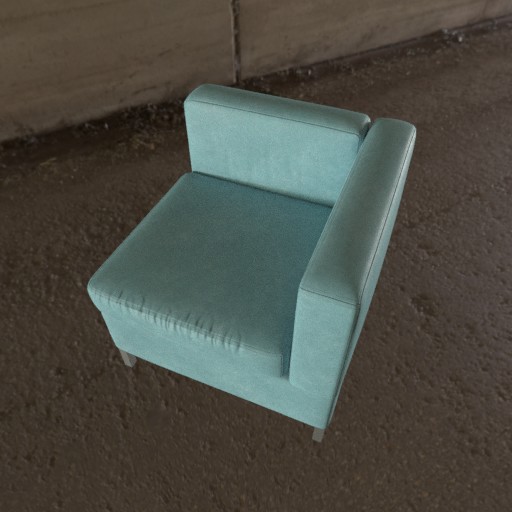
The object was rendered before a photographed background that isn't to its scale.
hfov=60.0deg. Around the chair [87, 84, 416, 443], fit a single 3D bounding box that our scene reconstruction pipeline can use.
[{"bbox_3d":[0.000,0.000,1.268,0.680,0.660,0.680,17,49,15],"label":"chair"}]
